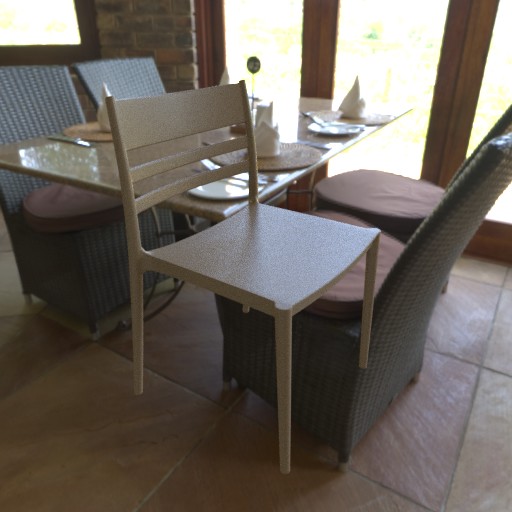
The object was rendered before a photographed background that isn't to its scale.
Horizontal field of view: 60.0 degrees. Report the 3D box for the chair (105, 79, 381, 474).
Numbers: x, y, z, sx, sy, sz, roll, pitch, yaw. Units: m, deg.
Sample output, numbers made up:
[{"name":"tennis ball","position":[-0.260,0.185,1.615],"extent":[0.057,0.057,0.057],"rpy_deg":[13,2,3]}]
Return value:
[{"name":"chair","position":[0.000,0.000,1.146],"extent":[0.511,0.800,0.531],"rpy_deg":[18,32,31]}]
